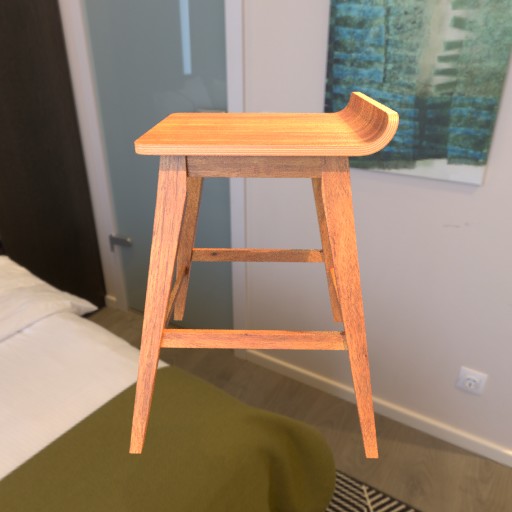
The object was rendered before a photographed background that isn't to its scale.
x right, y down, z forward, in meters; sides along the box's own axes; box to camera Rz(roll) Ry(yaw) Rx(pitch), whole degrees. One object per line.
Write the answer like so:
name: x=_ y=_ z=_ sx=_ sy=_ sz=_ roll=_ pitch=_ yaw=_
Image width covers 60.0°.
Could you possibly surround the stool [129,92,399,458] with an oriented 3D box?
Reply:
stool: x=0.000 y=0.000 z=0.974 sx=0.500 sy=0.650 sz=0.500 roll=1 pitch=26 yaw=1
